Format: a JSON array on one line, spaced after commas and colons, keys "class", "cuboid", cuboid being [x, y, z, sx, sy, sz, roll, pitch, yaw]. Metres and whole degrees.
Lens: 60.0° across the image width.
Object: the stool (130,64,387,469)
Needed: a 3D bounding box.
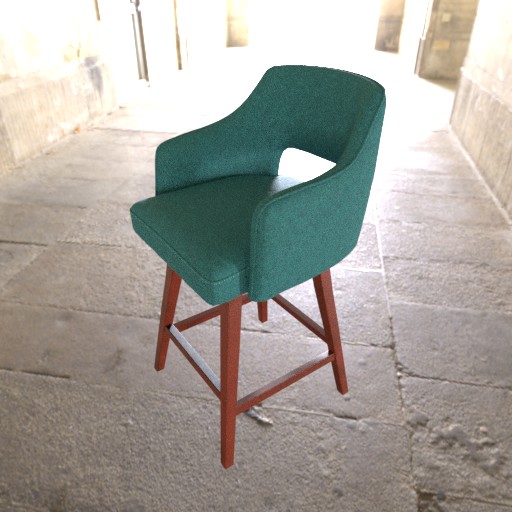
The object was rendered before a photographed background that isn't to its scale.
[{"class": "stool", "cuboid": [0.000, 0.000, 1.275, 0.556, 0.961, 0.548, -20, 37, -30]}]
